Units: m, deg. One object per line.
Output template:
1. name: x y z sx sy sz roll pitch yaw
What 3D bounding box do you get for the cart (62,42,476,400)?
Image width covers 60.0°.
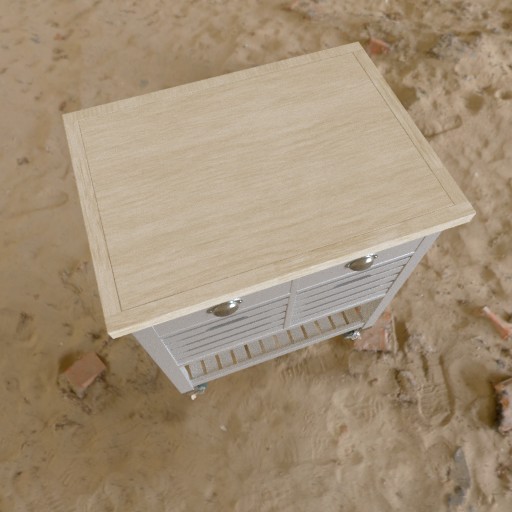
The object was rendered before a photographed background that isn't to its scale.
1. cart: 0.000 0.000 1.377 0.762 0.914 0.559 -18 64 -9
